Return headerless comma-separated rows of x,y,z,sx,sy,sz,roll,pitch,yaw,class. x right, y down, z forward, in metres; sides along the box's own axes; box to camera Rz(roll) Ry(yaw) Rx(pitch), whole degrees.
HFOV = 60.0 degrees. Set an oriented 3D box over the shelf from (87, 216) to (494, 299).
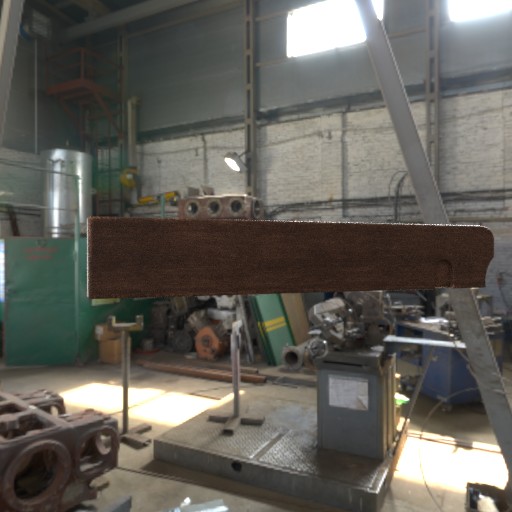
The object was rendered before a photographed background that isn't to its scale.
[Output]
0.000,0.000,0.460,0.310,0.050,0.310,0,0,-17,shelf
